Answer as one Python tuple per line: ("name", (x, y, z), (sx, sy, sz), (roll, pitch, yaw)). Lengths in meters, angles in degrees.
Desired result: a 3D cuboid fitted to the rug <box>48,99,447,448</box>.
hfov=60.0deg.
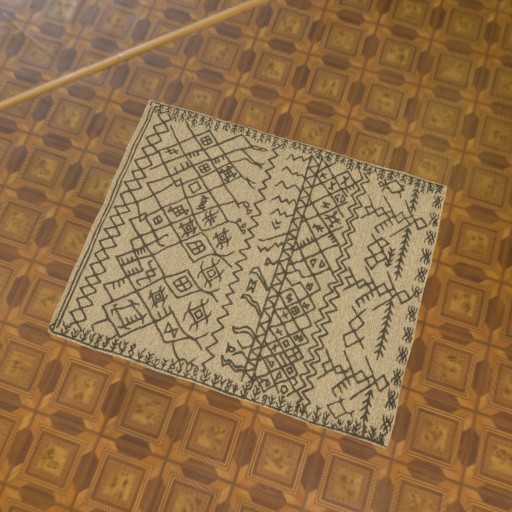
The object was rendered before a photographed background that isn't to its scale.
("rug", (0.000, 0.000, 3.229), (2.455, 0.025, 1.964), (17, 76, 4))
